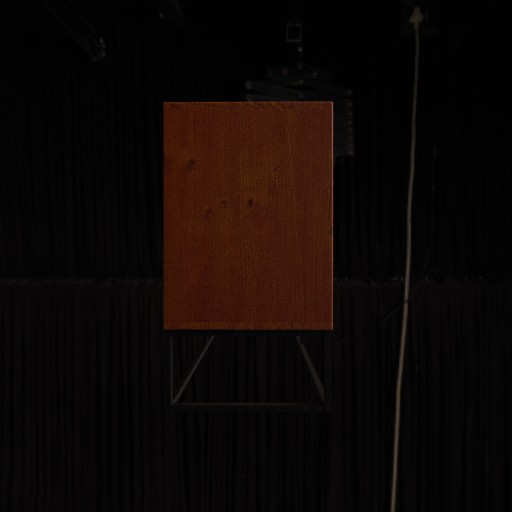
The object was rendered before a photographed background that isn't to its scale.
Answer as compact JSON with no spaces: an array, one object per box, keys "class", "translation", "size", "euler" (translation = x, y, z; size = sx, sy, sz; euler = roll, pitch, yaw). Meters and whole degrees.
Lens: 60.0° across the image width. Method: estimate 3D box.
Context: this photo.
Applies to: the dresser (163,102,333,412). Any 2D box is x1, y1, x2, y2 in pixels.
[{"class":"dresser","translation":[0.000,0.000,1.923],"size":[0.464,0.810,1.536],"euler":[0,0,1]}]
